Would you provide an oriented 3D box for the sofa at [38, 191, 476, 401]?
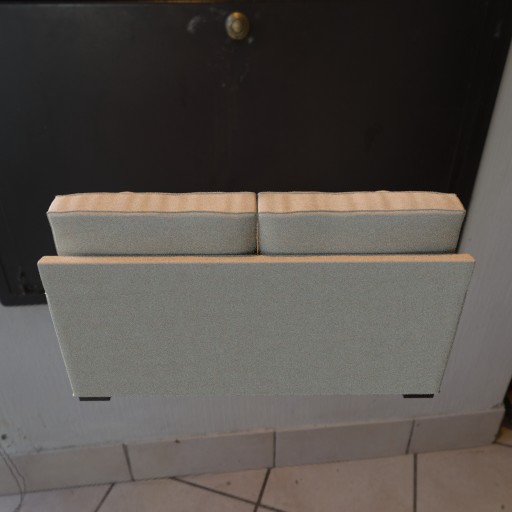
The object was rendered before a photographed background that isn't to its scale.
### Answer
[{"bbox_3d":[0.000,0.000,2.004,1.484,0.853,0.942,0,30,-1],"label":"sofa"}]
